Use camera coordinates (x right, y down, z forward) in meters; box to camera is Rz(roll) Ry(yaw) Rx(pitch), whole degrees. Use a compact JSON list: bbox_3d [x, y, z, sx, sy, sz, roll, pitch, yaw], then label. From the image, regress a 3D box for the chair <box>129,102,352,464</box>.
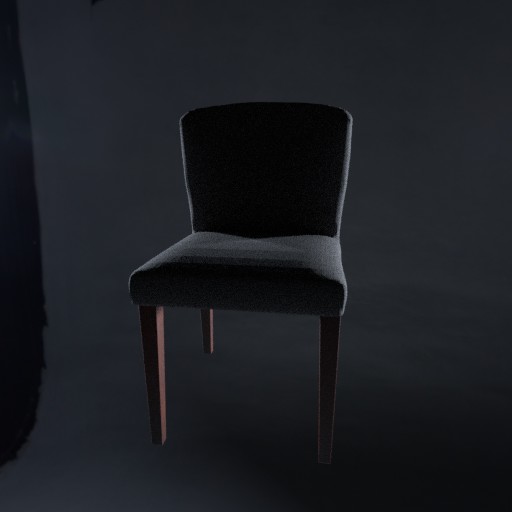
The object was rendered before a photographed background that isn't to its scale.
[{"bbox_3d":[0.000,0.000,1.207,0.491,0.839,0.589,2,15,9],"label":"chair"}]
